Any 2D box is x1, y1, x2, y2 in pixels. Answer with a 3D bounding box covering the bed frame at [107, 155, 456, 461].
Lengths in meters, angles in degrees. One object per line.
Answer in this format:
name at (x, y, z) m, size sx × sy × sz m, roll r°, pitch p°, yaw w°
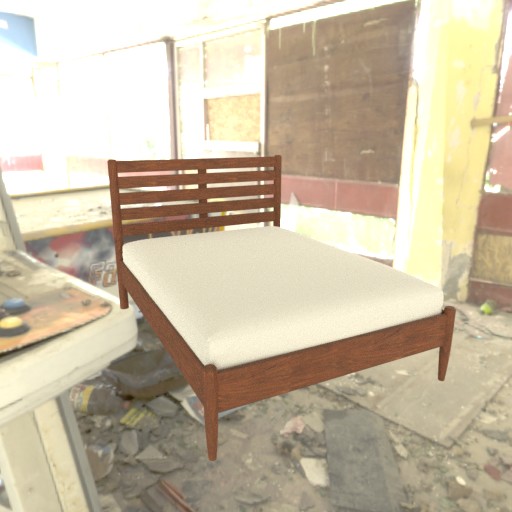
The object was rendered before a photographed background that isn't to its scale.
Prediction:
bed frame at (0.000, 0.000, 3.268) m, size 1.655 × 1.321 × 2.234 m, roll -8°, pitch 17°, yaw -26°
